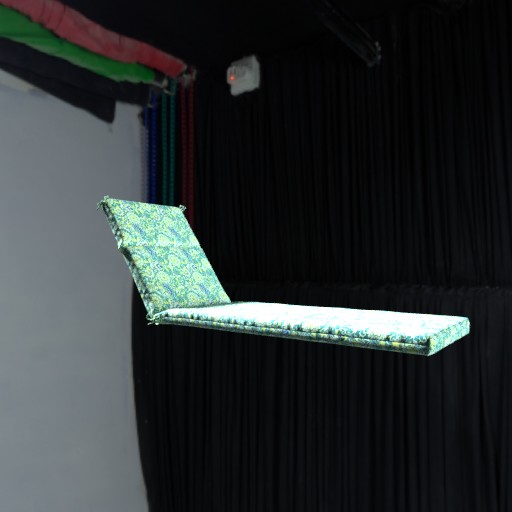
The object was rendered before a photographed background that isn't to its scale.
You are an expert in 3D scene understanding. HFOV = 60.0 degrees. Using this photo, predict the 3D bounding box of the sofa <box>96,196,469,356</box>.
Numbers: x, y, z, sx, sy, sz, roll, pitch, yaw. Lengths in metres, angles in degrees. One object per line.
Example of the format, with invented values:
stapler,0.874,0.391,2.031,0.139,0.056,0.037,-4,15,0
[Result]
sofa,0.000,0.000,1.985,1.663,0.622,0.582,-1,-1,37
